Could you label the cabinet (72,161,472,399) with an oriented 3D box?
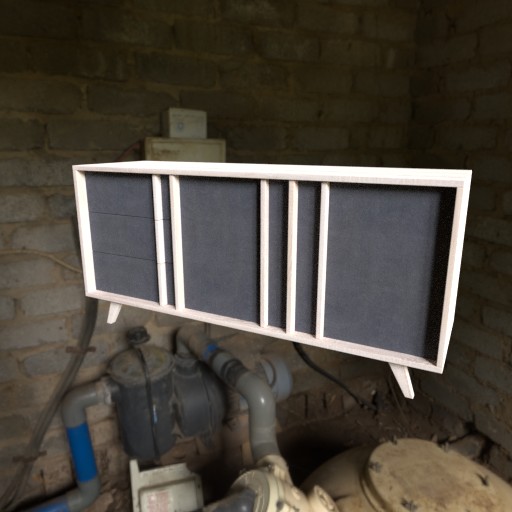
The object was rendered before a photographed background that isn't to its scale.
[{"bbox_3d":[0.000,0.000,1.992,1.650,0.780,0.500,8,17,26],"label":"cabinet"}]
